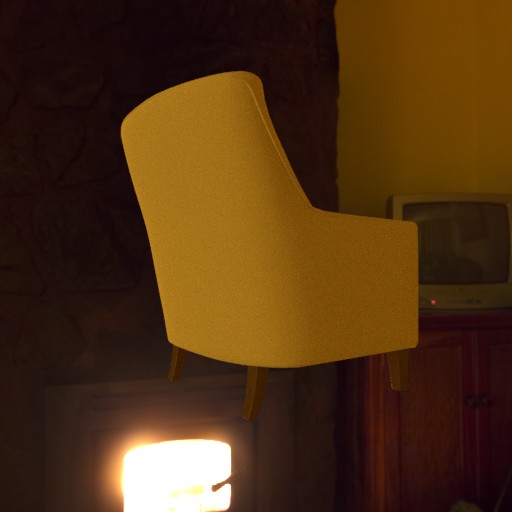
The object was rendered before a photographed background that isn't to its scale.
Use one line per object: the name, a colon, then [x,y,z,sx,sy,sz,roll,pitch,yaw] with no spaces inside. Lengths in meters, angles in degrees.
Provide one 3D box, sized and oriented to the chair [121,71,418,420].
chair: [0.000,0.000,1.564,0.879,0.916,0.756,1,-2,-35]
